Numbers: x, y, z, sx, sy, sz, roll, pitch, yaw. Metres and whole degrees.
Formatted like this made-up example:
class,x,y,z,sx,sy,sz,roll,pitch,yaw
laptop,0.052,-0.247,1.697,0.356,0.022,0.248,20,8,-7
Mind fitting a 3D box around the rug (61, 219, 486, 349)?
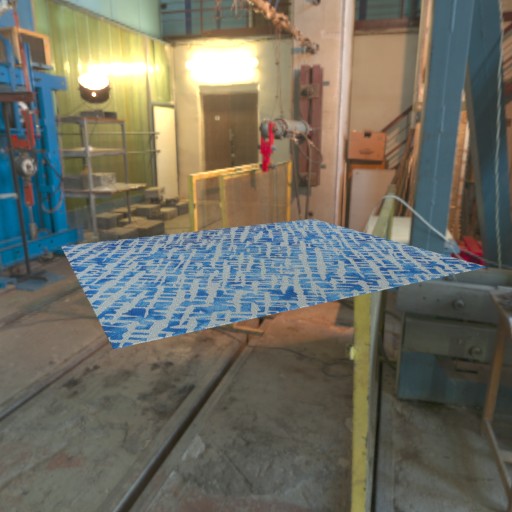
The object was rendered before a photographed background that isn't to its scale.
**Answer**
class,x,y,z,sx,sy,sz,roll,pitch,yaw
rug,0.000,0.000,3.982,3.007,0.007,2.435,-8,17,-27
